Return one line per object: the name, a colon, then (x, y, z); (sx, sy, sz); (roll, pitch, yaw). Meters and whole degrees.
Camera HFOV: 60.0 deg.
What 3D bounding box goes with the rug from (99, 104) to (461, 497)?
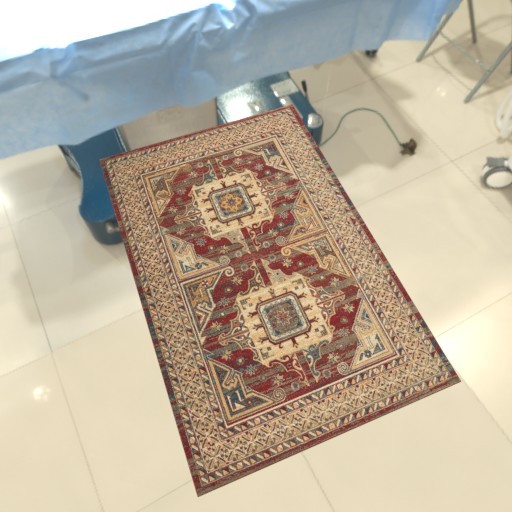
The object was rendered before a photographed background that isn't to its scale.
rug: (0.000, 0.000, 5.617); (3.033, 0.033, 4.578); (-19, 63, -10)
